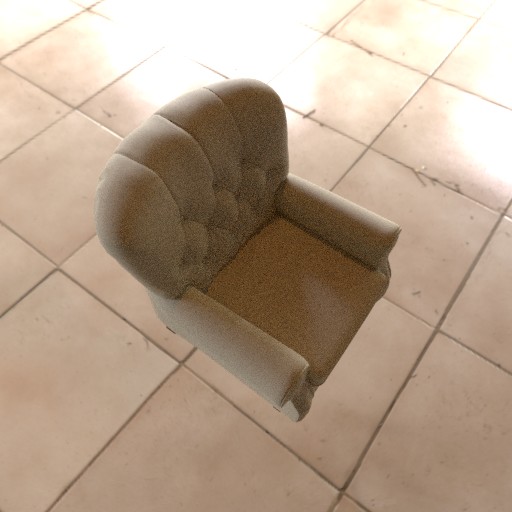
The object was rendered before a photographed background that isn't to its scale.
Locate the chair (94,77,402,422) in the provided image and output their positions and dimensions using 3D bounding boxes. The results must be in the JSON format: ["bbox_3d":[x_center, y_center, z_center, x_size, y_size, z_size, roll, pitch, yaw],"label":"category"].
[{"bbox_3d":[0.000,0.000,2.069,1.132,1.169,1.035,32,63,18],"label":"chair"}]
